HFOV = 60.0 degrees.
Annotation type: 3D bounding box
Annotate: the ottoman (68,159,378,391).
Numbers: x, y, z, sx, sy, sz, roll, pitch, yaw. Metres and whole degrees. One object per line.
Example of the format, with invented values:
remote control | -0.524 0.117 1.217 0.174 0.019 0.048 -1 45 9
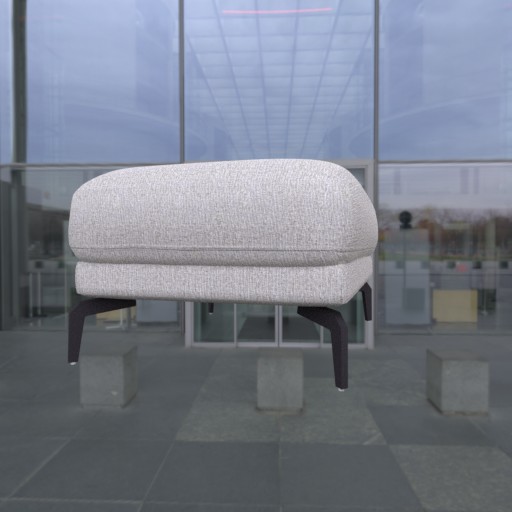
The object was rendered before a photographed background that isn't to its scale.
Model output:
ottoman | 0.000 0.000 1.117 0.568 0.420 0.772 0 1 18
